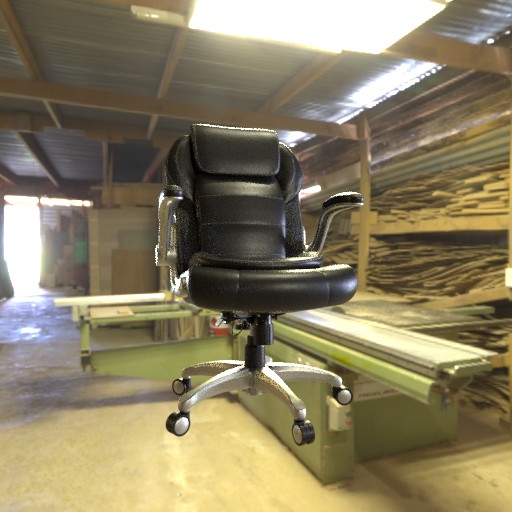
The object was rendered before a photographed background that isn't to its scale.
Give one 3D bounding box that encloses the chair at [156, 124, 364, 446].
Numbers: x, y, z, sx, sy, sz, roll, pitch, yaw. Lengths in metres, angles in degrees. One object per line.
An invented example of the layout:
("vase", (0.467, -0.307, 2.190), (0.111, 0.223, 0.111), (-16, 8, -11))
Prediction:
("chair", (0.000, 0.000, 1.685), (0.724, 1.141, 0.801), (0, 1, -16))
